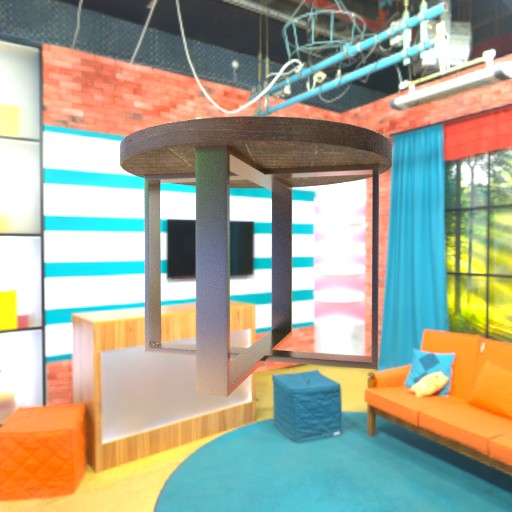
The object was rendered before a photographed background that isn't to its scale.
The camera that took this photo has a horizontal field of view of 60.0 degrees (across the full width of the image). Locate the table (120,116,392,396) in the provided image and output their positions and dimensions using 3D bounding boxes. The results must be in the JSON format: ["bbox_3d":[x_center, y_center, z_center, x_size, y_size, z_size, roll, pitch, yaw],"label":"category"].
[{"bbox_3d":[0.000,0.000,0.954,0.557,0.437,0.557,0,1,0],"label":"table"}]
